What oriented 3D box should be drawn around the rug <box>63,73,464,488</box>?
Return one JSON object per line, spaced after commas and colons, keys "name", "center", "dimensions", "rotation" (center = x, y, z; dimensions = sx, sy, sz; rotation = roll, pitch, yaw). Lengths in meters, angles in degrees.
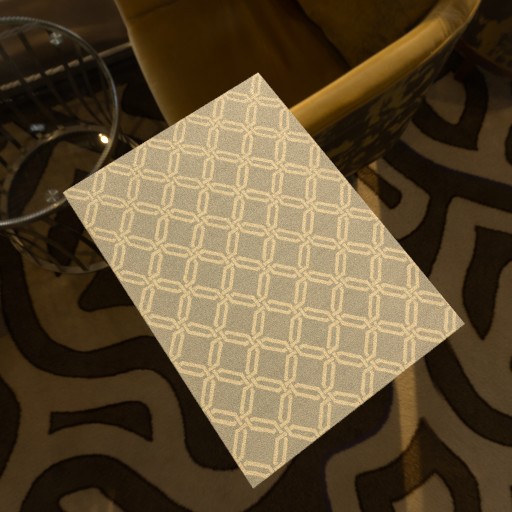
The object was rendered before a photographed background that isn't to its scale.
{"name": "rug", "center": [0.000, 0.000, 4.340], "dimensions": [2.438, 0.013, 3.353], "rotation": [-34, 78, -8]}
